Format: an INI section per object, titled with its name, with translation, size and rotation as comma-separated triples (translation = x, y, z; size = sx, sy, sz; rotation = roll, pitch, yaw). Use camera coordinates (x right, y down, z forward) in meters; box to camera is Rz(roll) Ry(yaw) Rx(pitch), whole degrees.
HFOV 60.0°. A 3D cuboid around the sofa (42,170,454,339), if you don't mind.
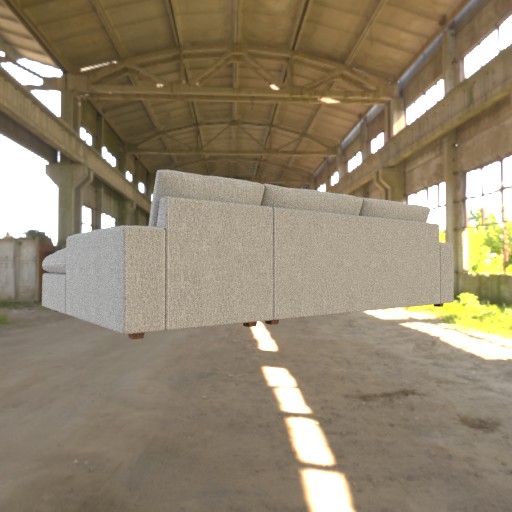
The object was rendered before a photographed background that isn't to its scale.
[sofa]
translation = 0.000, 0.000, 3.426
size = 2.718, 0.813, 1.689
rotation = 1, -1, -37
